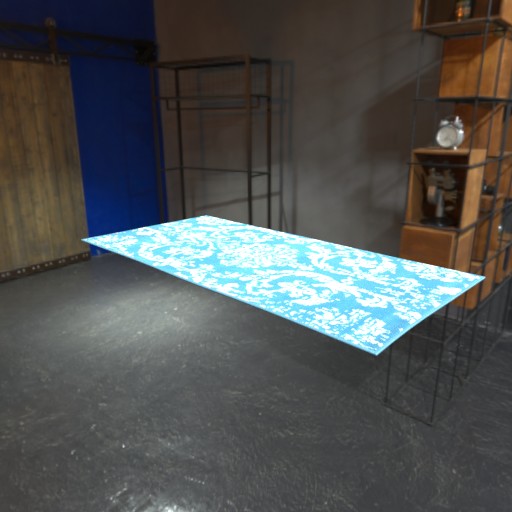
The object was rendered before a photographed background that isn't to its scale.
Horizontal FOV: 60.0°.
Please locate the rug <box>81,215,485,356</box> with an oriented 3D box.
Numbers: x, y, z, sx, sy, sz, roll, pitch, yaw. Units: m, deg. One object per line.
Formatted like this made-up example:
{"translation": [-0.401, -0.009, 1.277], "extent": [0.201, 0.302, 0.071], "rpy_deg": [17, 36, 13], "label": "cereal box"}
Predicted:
{"translation": [0.000, 0.000, 1.447], "extent": [1.219, 0.007, 0.604], "rpy_deg": [16, 23, 42], "label": "rug"}
